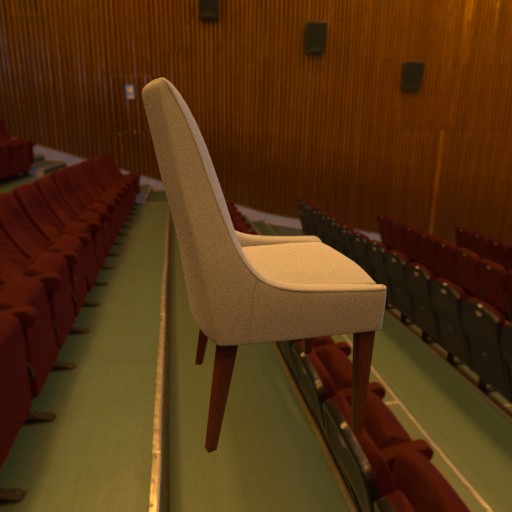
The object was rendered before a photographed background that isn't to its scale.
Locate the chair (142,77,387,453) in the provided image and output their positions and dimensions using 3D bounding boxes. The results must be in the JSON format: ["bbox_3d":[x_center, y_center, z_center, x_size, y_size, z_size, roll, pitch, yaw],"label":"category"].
[{"bbox_3d":[0.000,0.000,1.201,0.544,0.861,0.529,-3,16,-10],"label":"chair"}]
